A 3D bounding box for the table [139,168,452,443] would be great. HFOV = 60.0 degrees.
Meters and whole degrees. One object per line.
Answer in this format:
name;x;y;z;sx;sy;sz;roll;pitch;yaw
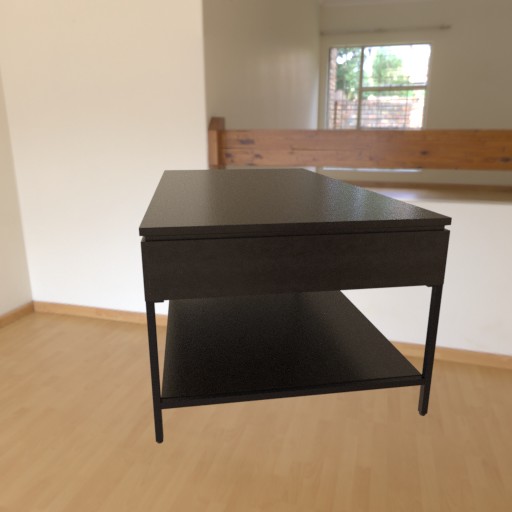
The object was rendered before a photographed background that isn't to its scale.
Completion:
table;0.000;0.000;1.370;0.574;0.435;1.095;-2;16;-9
